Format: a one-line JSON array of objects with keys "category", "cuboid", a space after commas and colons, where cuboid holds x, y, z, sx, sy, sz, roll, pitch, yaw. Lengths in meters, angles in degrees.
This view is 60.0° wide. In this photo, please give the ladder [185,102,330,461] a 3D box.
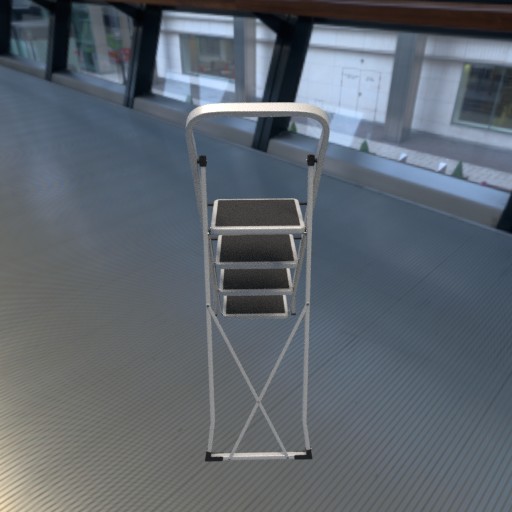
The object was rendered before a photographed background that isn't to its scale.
[{"category": "ladder", "cuboid": [0.000, 0.000, 1.742, 0.460, 1.265, 0.914, -1, 31, -1]}]
